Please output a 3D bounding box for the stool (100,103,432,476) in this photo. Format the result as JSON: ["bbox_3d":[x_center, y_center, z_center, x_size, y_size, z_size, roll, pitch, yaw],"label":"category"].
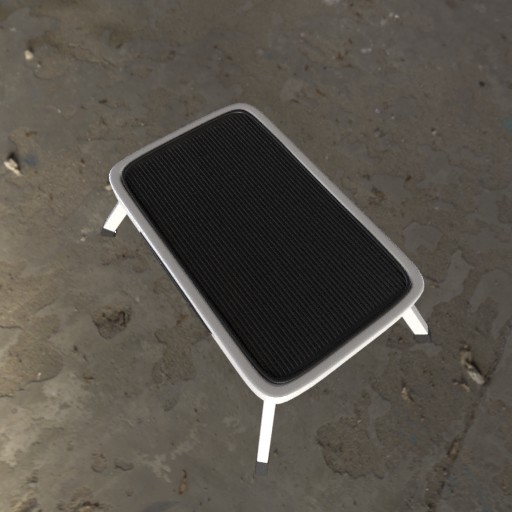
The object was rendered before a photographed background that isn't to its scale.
[{"bbox_3d":[0.000,0.000,0.622,0.320,0.170,0.460,-32,66,-16],"label":"stool"}]
